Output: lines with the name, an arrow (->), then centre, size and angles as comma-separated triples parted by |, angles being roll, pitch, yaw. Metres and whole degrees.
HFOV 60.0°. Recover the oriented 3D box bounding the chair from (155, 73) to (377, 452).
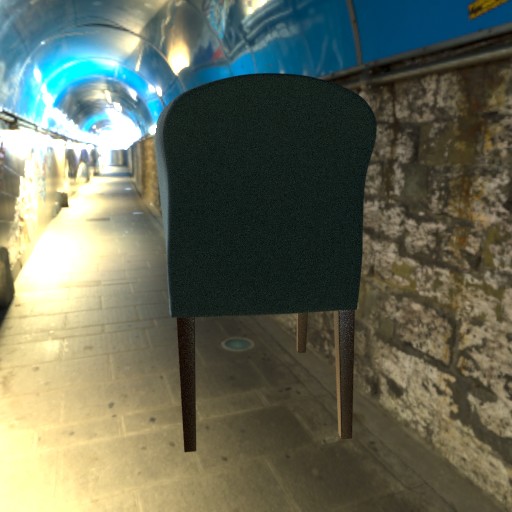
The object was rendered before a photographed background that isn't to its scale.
chair -> 0.000, 0.000, 1.268 | 0.507, 0.879, 0.620 | -2, 13, -7
